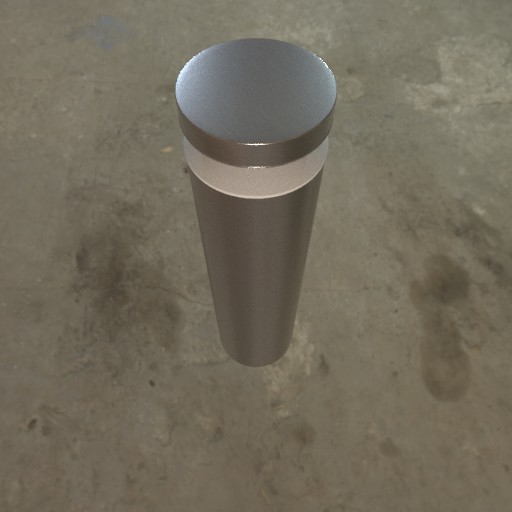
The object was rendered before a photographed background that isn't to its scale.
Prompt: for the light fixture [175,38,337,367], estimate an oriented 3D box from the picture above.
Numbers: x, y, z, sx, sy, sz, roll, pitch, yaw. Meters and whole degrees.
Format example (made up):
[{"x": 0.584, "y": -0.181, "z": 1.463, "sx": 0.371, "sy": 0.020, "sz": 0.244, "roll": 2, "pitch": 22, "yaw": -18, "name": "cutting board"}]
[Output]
[{"x": 0.000, "y": 0.000, "z": 0.444, "sx": 0.102, "sy": 0.400, "sz": 0.102, "roll": -32, "pitch": 63, "yaw": -18, "name": "light fixture"}]
